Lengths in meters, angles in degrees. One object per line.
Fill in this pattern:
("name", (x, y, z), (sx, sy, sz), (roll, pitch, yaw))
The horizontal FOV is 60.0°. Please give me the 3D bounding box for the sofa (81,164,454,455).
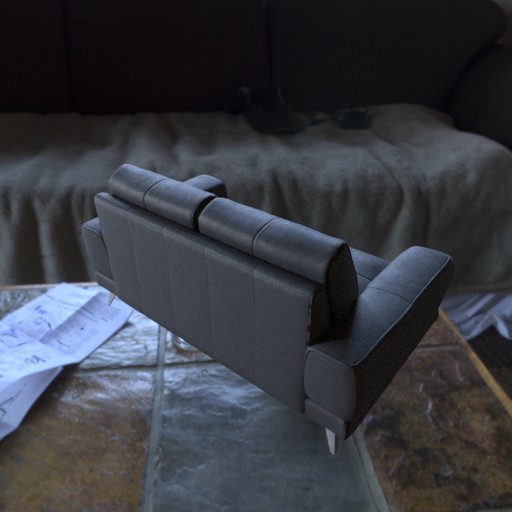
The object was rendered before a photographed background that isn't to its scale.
("sofa", (0.000, 0.000, 2.398), (1.806, 0.907, 1.018), (23, 39, 33))
